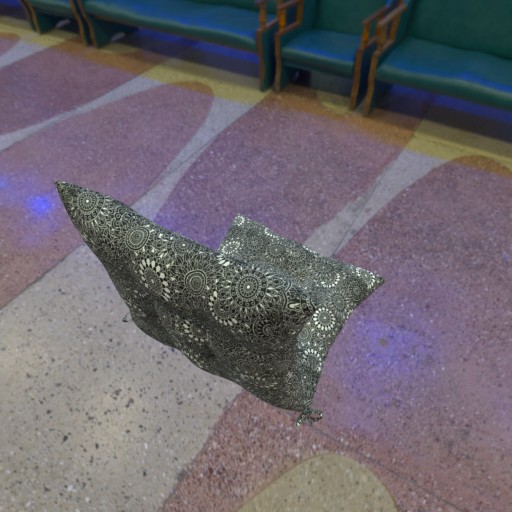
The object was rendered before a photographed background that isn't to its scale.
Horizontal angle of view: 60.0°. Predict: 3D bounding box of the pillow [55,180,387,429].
[{"bbox_3d":[0.000,0.000,1.003,0.541,0.536,0.585,25,52,21],"label":"pillow"}]
